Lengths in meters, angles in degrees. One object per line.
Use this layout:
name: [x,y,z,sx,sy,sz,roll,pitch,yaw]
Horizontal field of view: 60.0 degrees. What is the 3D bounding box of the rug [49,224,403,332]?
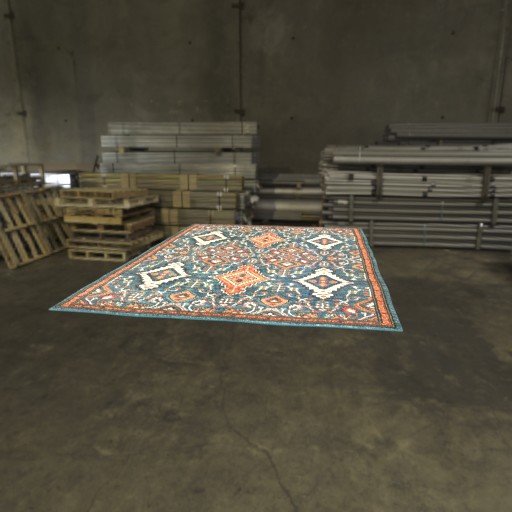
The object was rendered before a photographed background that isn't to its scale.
rug: [0.000,0.000,3.082,1.622,0.009,2.373,2,14,9]
